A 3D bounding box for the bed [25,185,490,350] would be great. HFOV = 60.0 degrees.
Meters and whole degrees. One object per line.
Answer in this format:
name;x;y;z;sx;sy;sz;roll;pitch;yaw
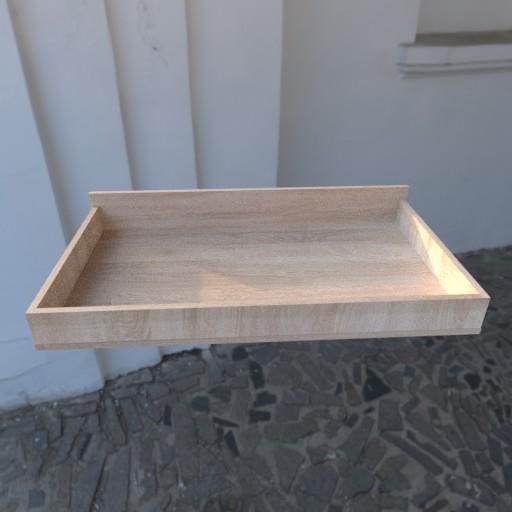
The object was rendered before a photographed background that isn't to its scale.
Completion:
bed;0.000;0.000;1.444;1.200;0.209;0.685;-2;30;-3
